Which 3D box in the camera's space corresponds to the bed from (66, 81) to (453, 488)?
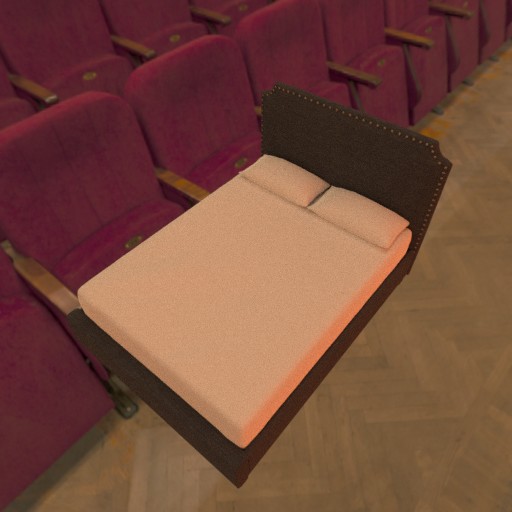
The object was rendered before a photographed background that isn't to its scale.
[{"bbox_3d":[0.000,0.000,3.318,1.713,1.443,2.372,31,54,26],"label":"bed"}]
